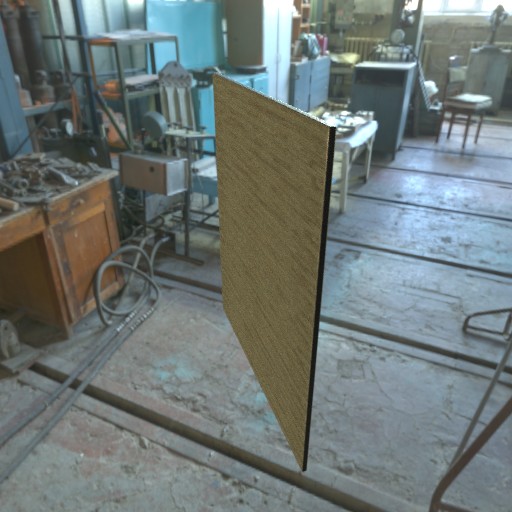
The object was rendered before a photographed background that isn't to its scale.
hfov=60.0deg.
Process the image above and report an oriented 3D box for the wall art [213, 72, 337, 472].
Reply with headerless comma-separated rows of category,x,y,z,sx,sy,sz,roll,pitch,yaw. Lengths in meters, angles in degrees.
wall art,0.000,0.000,0.792,0.009,0.559,0.483,-10,31,-17
